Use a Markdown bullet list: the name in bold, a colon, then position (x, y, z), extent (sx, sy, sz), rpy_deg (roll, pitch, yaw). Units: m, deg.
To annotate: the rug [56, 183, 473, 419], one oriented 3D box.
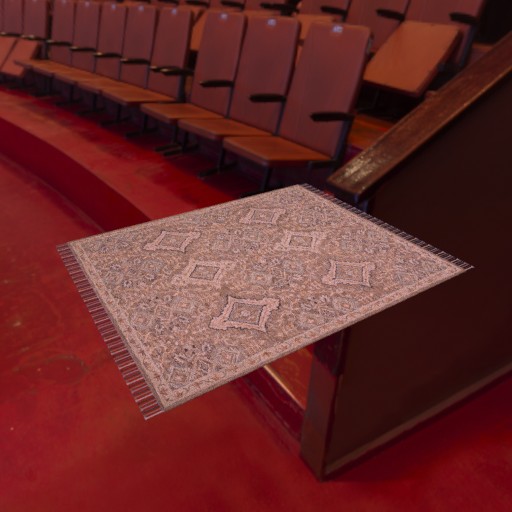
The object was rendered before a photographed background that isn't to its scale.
- **rug**: position (0.000, 0.000, 4.119), extent (3.056, 0.010, 2.437), rpy_deg (-18, 35, -28)
